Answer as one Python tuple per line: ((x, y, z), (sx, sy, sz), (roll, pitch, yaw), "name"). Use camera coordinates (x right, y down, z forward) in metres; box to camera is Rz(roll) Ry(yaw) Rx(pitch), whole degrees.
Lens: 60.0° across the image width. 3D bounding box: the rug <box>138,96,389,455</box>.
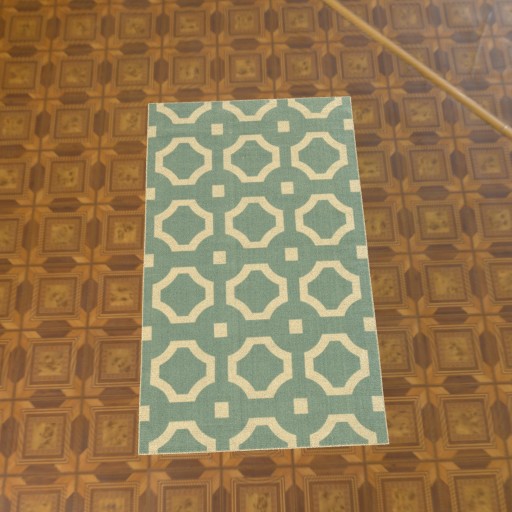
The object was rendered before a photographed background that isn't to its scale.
((0.000, 0.000, 3.015), (1.528, 0.015, 2.443), (-2, 74, -1), "rug")
